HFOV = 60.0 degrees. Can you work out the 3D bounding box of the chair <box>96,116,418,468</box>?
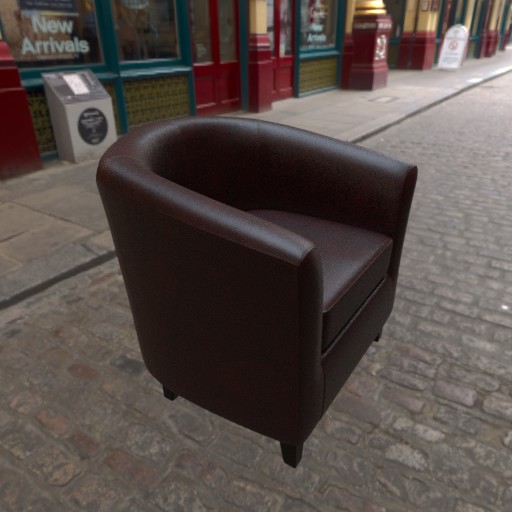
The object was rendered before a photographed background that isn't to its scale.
[{"bbox_3d":[0.000,0.000,1.365,0.727,0.756,0.792,16,31,29],"label":"chair"}]
